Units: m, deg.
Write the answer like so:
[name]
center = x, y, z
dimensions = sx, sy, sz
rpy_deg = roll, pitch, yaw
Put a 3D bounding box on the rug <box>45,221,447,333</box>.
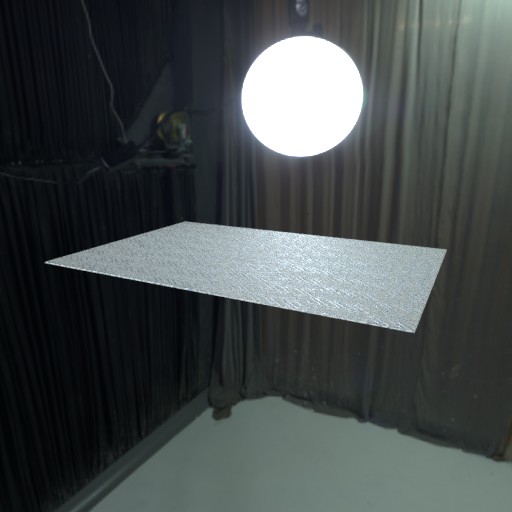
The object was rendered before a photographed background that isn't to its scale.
[rug]
center = 0.000, 0.000, 2.412
dimensions = 1.824, 0.008, 1.220
rpy_deg = 8, 17, 26
